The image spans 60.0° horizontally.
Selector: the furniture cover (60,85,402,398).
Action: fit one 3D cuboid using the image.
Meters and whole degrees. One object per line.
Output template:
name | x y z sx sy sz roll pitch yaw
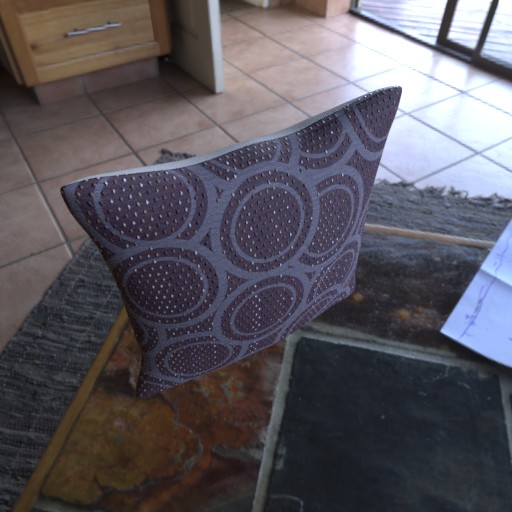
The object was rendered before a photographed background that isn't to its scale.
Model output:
furniture cover | 0.000 0.000 0.800 0.552 0.509 0.193 -23 49 -21
